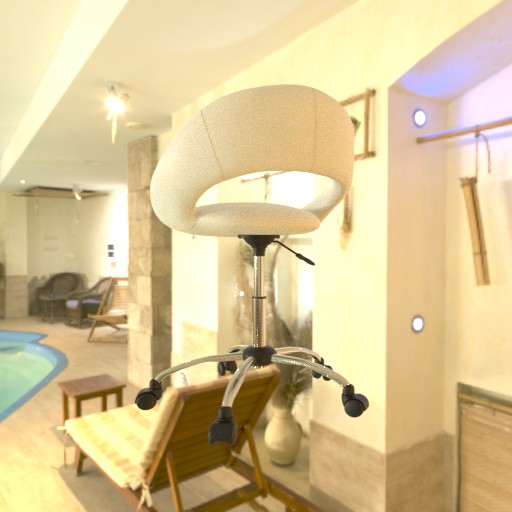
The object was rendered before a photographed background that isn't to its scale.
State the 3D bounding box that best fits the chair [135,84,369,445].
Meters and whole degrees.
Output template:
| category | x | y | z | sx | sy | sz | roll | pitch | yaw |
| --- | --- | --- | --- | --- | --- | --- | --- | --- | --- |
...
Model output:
| category | x | y | z | sx | sy | sz | roll | pitch | yaw |
| --- | --- | --- | --- | --- | --- | --- | --- | --- | --- |
| chair | 0.000 | 0.000 | 1.218 | 0.612 | 0.791 | 0.538 | -1 | 2 | -36 |
